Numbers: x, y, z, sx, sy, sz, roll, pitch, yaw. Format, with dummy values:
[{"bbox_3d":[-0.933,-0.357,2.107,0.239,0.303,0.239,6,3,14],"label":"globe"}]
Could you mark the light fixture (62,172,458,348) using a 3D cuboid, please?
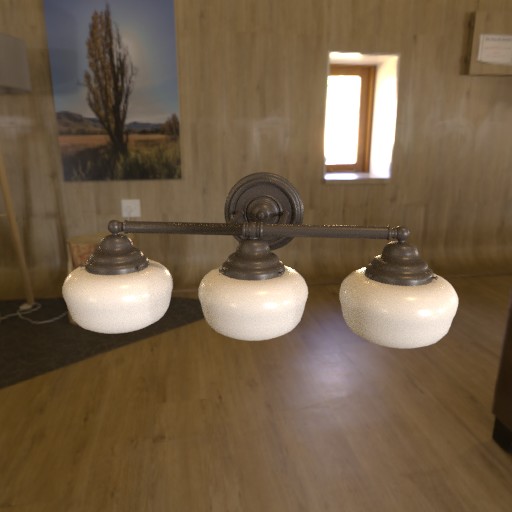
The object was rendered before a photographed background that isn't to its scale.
[{"bbox_3d":[0.000,0.000,0.695,0.587,0.242,0.239,2,15,6],"label":"light fixture"}]
